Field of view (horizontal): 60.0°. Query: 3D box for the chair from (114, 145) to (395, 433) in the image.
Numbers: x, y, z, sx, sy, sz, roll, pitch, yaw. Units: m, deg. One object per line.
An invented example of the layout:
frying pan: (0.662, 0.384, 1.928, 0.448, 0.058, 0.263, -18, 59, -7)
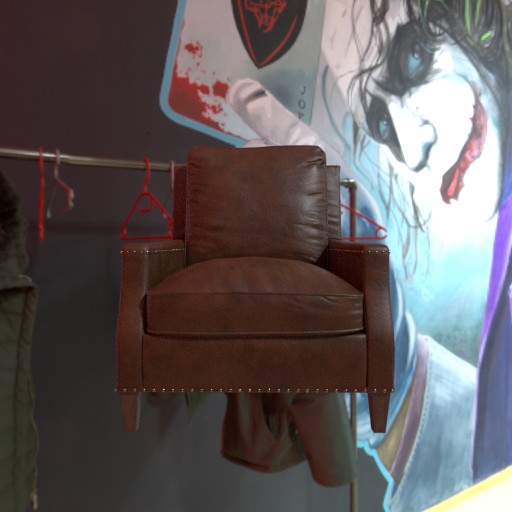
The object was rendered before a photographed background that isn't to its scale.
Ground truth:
chair: (0.000, 0.000, 1.805, 0.854, 1.054, 1.035, 0, 1, 1)
